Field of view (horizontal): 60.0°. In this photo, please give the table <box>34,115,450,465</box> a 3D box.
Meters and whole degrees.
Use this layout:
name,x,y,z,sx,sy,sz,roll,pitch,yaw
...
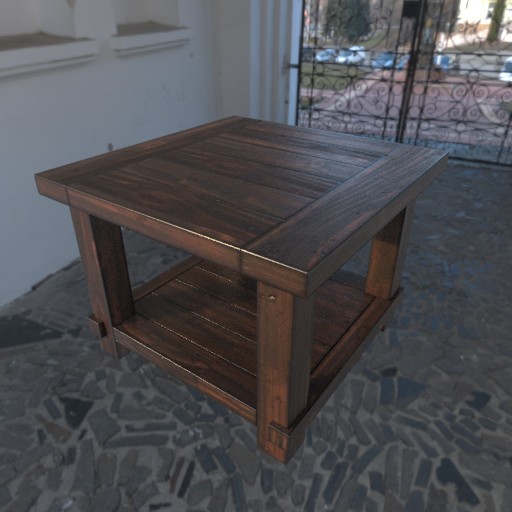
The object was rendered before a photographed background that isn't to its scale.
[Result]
name,x,y,z,sx,sy,sz,roll,pitch,yaw
table,0.000,0.000,1.001,0.593,0.437,0.606,20,35,31
